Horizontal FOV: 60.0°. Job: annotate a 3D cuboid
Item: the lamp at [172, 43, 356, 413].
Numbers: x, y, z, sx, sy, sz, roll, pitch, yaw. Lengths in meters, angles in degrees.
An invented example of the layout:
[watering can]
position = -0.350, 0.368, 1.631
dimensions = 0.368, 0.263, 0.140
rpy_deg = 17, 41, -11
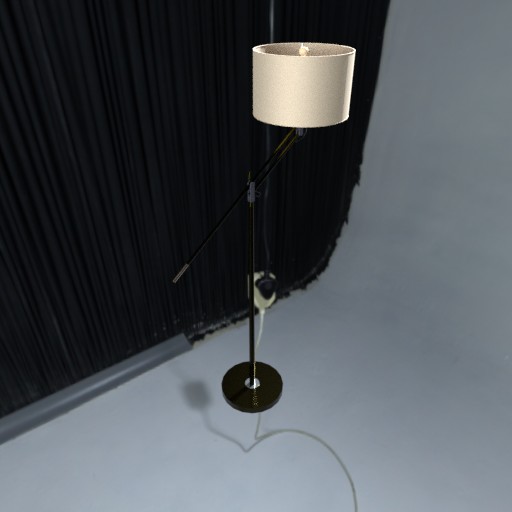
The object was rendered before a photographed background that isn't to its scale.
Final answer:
[lamp]
position = 0.000, 0.000, 1.941
dimensions = 0.809, 1.635, 0.373
rpy_deg = -21, 38, -30
